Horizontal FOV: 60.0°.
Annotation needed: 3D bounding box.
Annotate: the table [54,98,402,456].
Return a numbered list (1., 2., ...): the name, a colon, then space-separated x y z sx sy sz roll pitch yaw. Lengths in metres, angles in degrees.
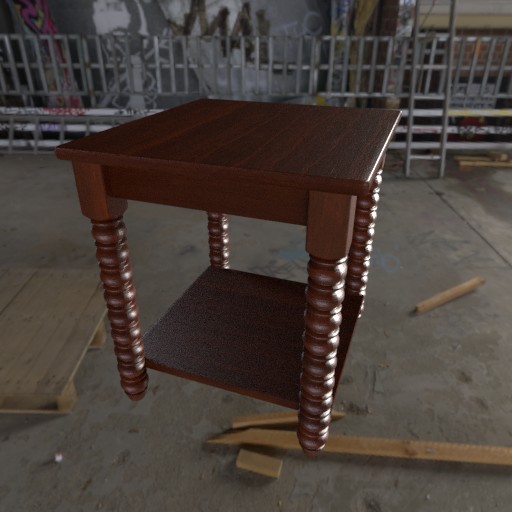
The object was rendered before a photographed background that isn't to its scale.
1. table: 0.000 0.000 0.983 0.500 0.567 0.533 10 30 18
